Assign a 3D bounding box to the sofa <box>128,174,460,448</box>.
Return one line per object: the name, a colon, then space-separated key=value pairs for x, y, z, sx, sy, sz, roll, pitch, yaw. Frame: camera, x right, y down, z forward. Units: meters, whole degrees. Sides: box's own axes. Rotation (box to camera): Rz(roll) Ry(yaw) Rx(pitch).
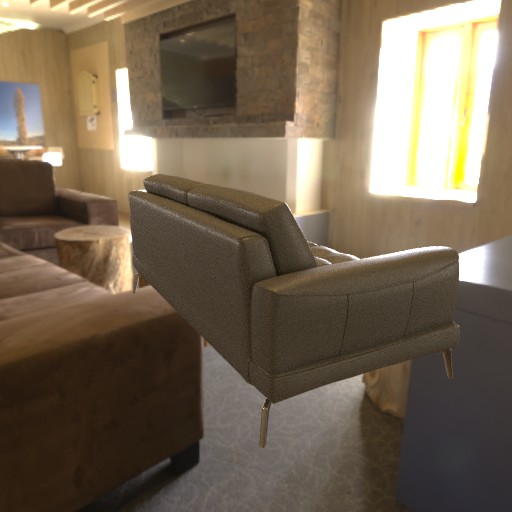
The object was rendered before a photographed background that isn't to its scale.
sofa: x=0.000 y=0.000 z=2.739 sx=1.121 sy=0.930 sz=2.177 roll=-8 pitch=17 yaw=-28
